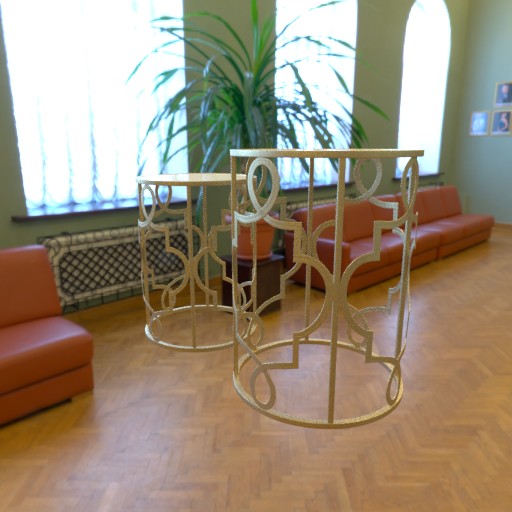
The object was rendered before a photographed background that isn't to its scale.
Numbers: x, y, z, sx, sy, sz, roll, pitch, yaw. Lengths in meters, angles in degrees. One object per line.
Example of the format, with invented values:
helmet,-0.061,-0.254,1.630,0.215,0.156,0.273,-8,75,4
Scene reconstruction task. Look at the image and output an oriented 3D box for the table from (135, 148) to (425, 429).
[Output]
table,0.000,0.000,1.201,0.846,0.564,0.420,13,19,43
